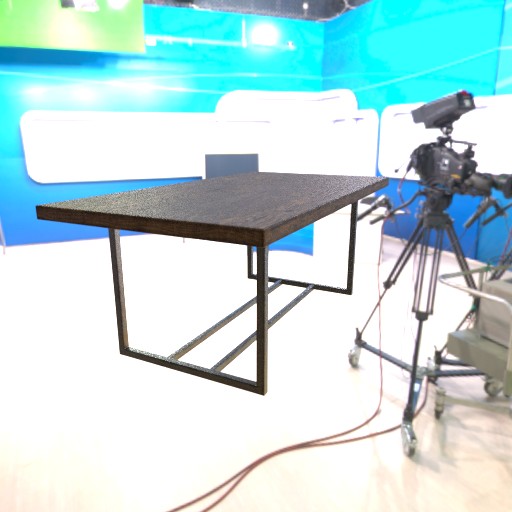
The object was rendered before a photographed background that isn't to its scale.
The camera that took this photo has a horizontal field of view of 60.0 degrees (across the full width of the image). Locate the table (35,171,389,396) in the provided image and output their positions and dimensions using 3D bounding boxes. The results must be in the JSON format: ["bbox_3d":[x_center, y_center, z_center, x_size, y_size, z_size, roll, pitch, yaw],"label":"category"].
[{"bbox_3d":[0.000,0.000,2.590,1.078,0.795,1.989,8,17,26],"label":"table"}]
